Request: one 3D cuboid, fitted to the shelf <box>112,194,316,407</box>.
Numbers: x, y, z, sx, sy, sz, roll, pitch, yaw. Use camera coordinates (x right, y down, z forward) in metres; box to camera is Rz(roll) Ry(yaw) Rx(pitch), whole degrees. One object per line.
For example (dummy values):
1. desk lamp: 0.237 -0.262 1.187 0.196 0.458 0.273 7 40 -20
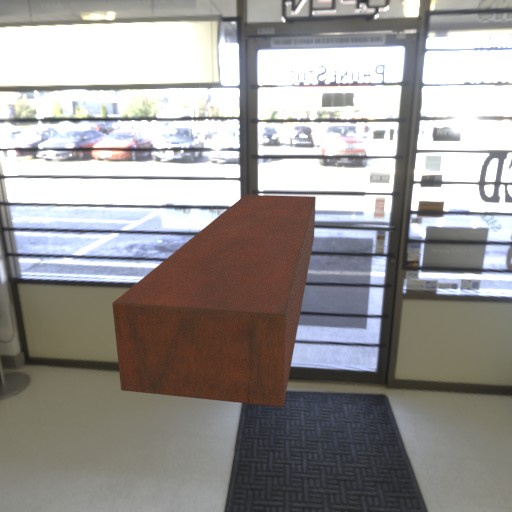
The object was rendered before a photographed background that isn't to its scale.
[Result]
1. shelf: 0.000 0.000 0.675 0.152 0.088 0.607 3 17 9
